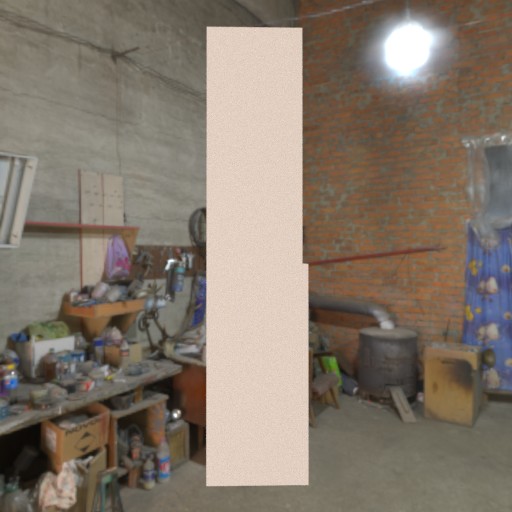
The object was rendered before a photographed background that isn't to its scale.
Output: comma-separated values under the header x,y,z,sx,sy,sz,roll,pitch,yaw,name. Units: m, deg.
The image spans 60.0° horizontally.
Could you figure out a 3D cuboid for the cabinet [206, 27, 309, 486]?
x,y,z,sx,sy,sz,roll,pitch,yaw,name
0.000,0.000,1.505,0.300,1.350,0.400,0,-1,-1,cabinet
